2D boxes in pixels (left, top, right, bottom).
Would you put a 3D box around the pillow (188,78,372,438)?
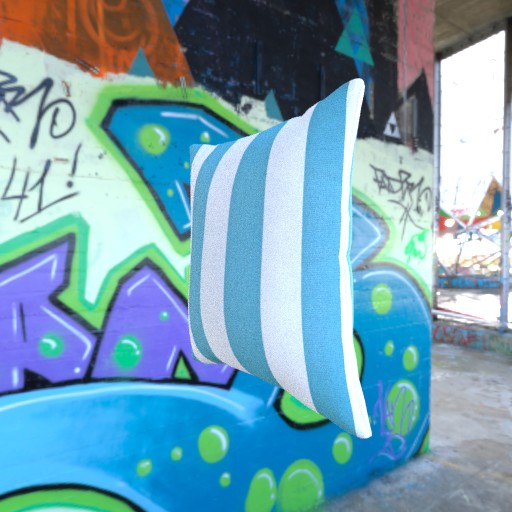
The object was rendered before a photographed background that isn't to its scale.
[{"bbox_3d":[0.000,0.000,0.848,0.189,0.526,0.536,-1,1,-37],"label":"pillow"}]
